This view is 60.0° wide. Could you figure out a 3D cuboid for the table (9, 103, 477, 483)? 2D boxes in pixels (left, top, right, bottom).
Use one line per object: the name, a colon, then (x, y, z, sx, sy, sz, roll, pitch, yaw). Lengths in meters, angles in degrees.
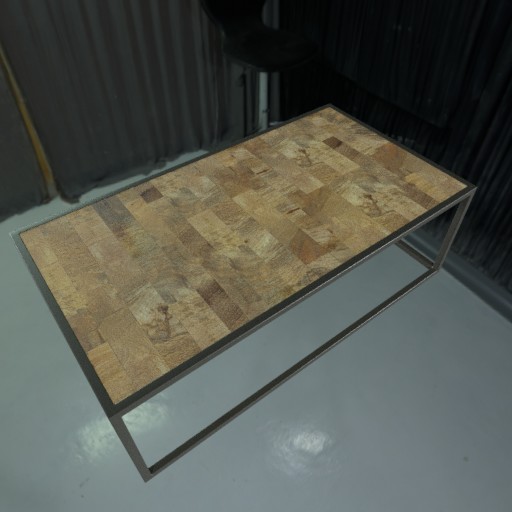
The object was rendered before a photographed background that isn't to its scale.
table: (0.000, 0.000, 1.421, 1.199, 0.398, 0.649, -29, 53, -24)
